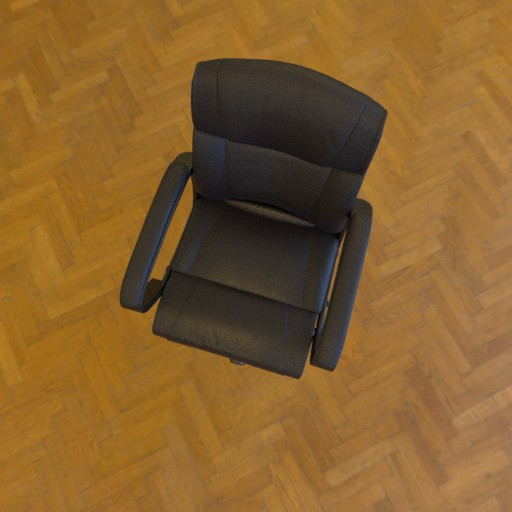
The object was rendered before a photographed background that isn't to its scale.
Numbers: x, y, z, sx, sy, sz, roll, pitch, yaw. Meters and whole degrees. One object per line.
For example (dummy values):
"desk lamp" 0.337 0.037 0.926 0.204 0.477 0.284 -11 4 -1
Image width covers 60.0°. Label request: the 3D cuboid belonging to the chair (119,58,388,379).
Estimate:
"chair" 0.000 0.000 1.357 0.576 0.998 0.641 16 76 4
